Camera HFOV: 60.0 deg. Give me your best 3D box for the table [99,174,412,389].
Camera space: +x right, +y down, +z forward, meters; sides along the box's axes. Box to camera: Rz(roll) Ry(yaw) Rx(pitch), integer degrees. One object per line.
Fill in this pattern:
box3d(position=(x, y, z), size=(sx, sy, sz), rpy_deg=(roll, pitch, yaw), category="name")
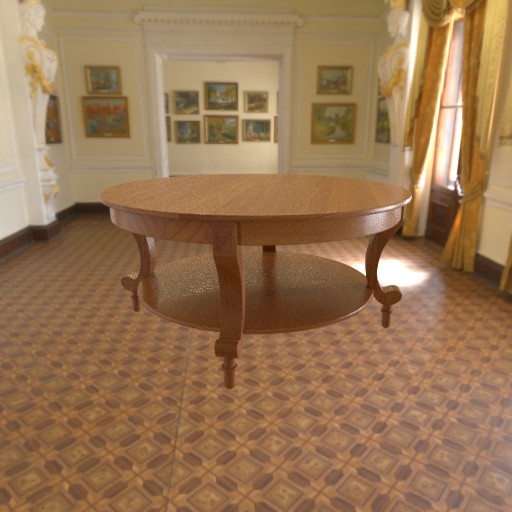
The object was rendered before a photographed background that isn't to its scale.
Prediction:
box3d(position=(0.000, 0.000, 1.599), size=(1.029, 0.490, 1.029), rpy_deg=(0, 16, 0), category="table")
